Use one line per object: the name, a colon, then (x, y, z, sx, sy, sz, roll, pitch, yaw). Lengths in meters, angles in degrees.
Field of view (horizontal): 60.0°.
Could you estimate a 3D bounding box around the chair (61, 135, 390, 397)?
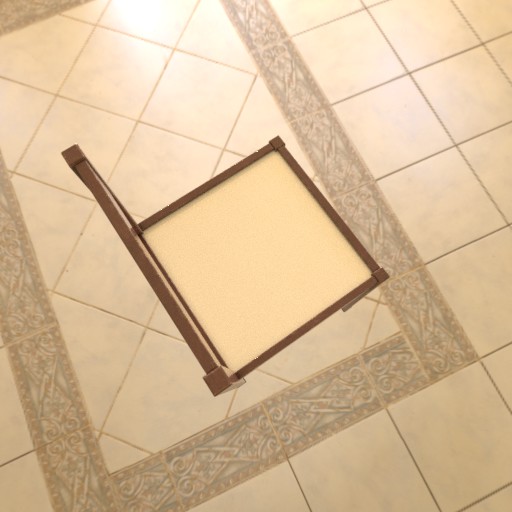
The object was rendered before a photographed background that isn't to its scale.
chair: (0.000, 0.000, 0.675, 0.285, 0.505, 0.285, -33, 77, -9)
